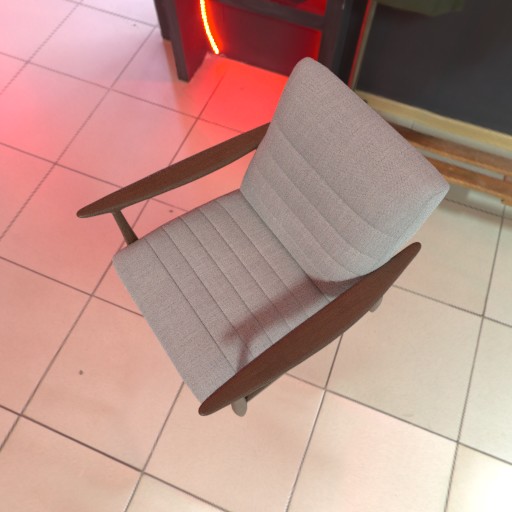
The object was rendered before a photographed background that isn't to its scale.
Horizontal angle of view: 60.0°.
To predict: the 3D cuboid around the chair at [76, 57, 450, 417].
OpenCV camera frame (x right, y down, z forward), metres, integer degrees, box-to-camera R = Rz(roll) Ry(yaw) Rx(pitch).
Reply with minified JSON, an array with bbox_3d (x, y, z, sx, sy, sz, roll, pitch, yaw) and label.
[{"bbox_3d":[0.000,0.000,1.427,0.798,0.832,0.741,-33,69,-14],"label":"chair"}]
